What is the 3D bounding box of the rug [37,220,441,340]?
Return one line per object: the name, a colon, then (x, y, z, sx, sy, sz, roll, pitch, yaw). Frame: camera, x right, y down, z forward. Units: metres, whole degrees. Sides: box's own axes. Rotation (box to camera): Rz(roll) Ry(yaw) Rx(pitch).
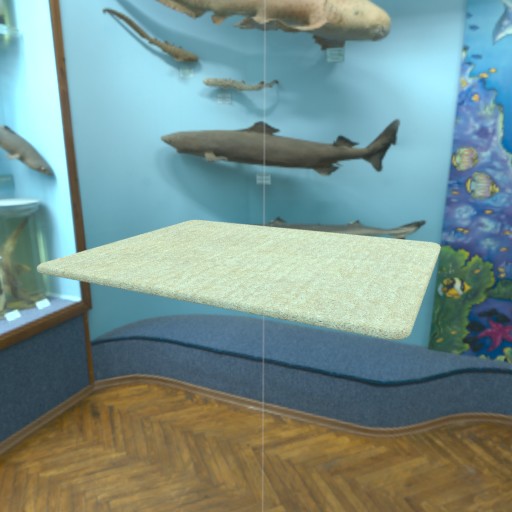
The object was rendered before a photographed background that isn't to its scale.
rug: (0.000, 0.000, 3.432, 2.528, 0.048, 2.009, 7, 17, 25)
